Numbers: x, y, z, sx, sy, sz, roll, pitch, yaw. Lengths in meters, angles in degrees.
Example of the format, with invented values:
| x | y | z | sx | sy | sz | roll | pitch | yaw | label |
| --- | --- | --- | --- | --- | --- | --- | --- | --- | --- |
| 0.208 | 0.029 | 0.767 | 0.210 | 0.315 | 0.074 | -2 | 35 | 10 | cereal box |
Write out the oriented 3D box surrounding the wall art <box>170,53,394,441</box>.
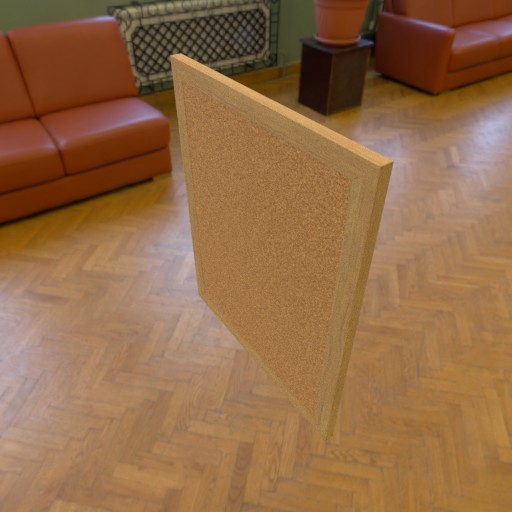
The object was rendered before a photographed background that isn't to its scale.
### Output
| x | y | z | sx | sy | sz | roll | pitch | yaw | label |
| --- | --- | --- | --- | --- | --- | --- | --- | --- | --- |
| 0.000 | 0.000 | 0.774 | 0.020 | 0.561 | 0.460 | -25 | 46 | -26 | wall art |
